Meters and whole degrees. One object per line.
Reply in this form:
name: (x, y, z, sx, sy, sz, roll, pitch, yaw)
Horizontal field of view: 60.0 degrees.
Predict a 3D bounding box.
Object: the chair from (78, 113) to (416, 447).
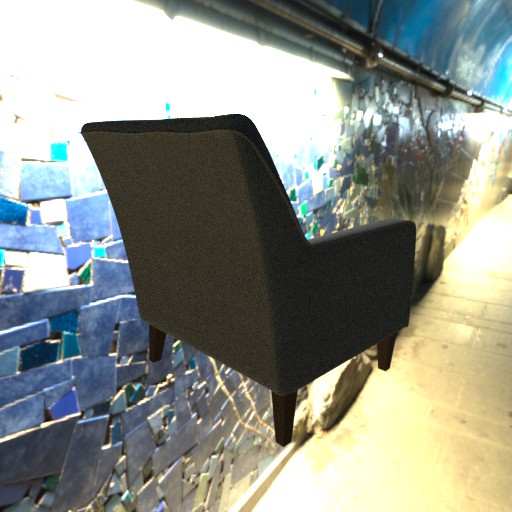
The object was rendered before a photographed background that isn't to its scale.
chair: (0.000, 0.000, 1.585, 0.899, 0.919, 0.780, -14, 20, -42)
